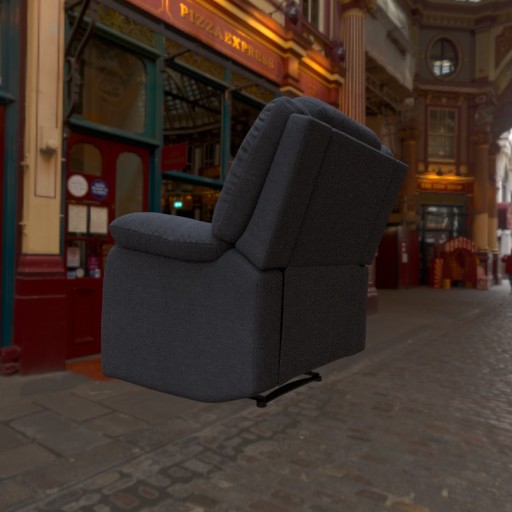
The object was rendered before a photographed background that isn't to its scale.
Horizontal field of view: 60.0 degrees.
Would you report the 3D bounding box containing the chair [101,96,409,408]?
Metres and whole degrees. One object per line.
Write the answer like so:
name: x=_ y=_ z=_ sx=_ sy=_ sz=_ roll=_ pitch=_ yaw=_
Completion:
chair: x=0.000 y=0.000 z=1.737 sx=0.944 sy=1.008 sz=0.899 roll=0 pitch=0 yaw=37
